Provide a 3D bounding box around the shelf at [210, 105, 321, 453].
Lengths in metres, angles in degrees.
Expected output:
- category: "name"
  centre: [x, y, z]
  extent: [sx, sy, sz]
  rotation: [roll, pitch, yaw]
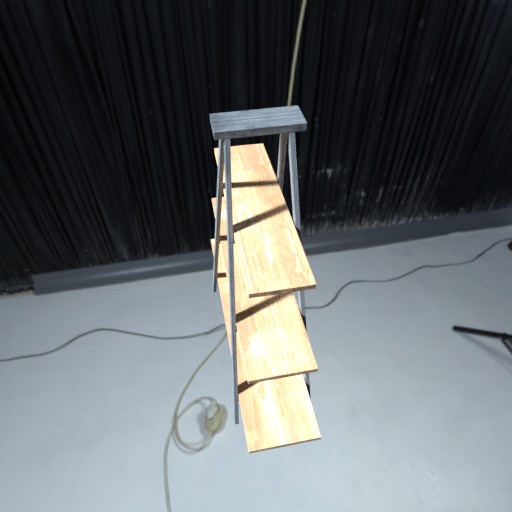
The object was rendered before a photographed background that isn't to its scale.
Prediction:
- category: "shelf"
  centre: [0.000, 0.000, 2.638]
  extent: [0.508, 1.808, 1.746]
  rotation: [-8, 47, -8]
